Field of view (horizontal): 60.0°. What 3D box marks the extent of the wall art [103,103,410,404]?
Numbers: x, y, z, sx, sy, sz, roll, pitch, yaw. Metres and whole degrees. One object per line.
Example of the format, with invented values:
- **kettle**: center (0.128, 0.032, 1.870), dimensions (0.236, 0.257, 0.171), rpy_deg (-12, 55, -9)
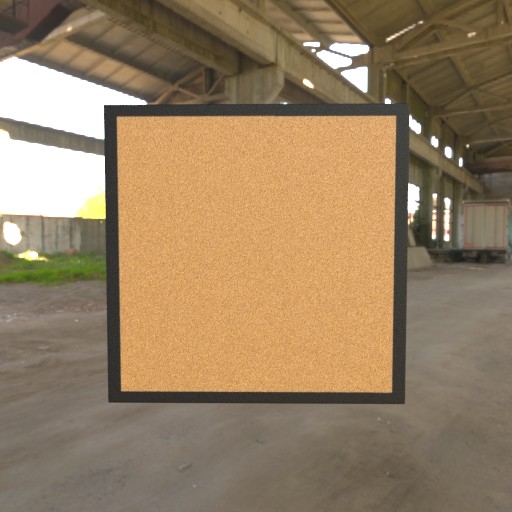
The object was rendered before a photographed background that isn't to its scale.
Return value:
- **wall art**: center (0.000, 0.000, 0.979), dimensions (0.663, 0.659, 0.016), rpy_deg (0, 3, 1)
